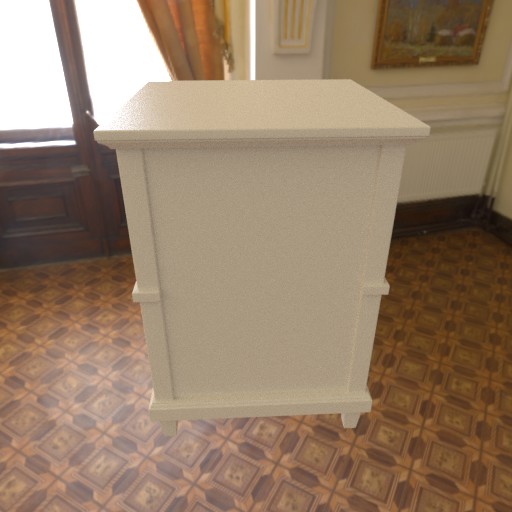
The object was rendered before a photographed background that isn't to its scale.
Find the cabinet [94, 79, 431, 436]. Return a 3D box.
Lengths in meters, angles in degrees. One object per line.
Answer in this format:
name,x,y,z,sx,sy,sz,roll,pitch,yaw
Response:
cabinet,0.000,0.000,1.139,0.544,0.775,0.547,-2,29,-3
